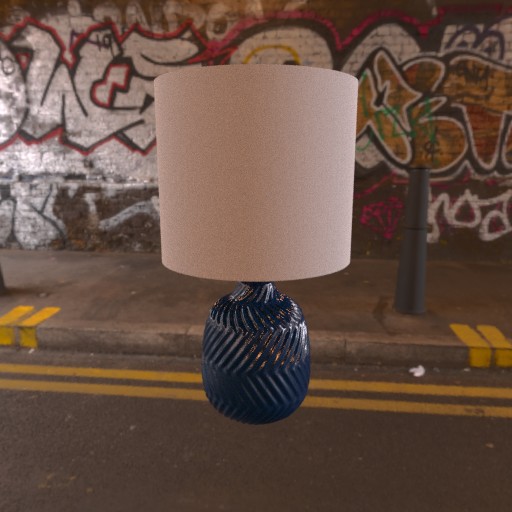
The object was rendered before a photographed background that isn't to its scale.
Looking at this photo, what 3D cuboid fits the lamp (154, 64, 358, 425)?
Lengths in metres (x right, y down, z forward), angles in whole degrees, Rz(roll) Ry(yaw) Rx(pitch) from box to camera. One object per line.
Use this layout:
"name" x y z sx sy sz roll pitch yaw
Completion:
"lamp" 0.000 0.000 0.489 0.203 0.368 0.203 12 17 43
